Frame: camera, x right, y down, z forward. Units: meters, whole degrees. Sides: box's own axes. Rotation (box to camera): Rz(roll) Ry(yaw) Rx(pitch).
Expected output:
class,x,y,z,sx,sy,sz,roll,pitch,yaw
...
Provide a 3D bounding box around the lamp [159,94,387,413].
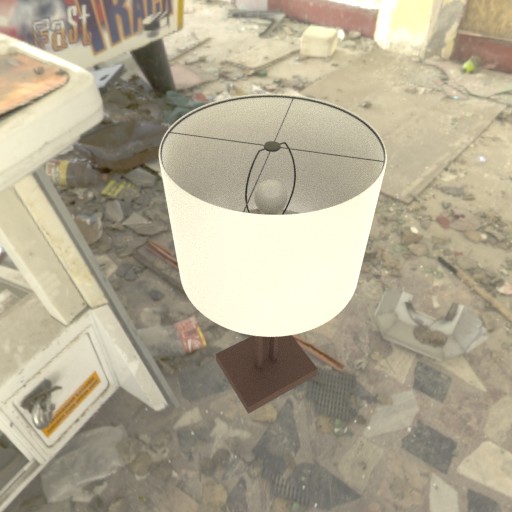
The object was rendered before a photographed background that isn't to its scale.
class,x,y,z,sx,sy,sz,roll,pitch,yaw
lamp,0.000,0.000,0.995,0.396,0.668,0.525,-23,49,-21
